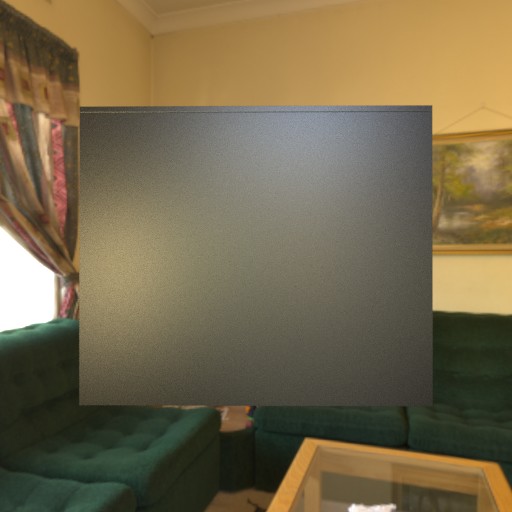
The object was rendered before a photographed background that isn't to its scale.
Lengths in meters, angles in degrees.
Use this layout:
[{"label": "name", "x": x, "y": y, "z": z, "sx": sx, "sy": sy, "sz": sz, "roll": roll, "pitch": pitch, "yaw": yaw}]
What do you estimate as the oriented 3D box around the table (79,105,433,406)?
[{"label": "table", "x": 0.000, "y": 0.000, "z": 1.357, "sx": 0.930, "sy": 0.790, "sz": 0.380, "roll": 0, "pitch": 0, "yaw": 1}]
